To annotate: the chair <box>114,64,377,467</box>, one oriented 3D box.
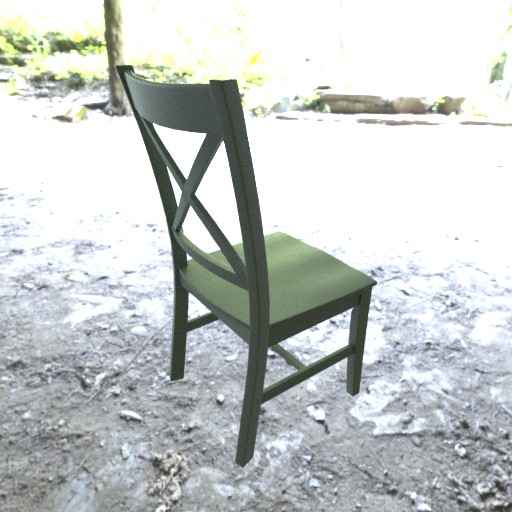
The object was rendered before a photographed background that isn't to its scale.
[{"bbox_3d":[0.000,0.000,1.246,0.542,0.983,0.485,-18,32,-32],"label":"chair"}]
